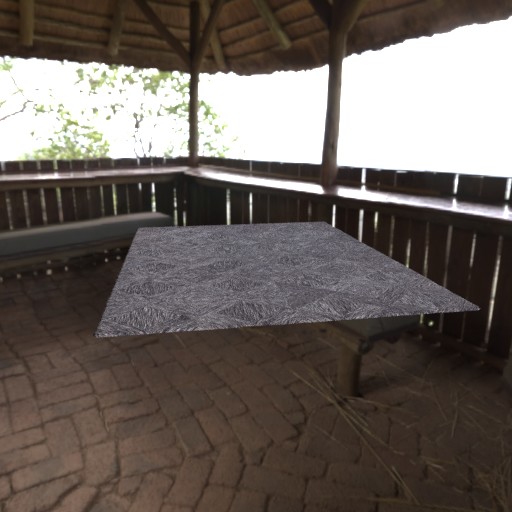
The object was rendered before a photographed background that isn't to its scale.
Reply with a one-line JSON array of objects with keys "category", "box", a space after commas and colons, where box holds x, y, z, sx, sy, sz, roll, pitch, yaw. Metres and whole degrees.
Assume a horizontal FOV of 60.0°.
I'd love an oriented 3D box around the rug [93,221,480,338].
[{"category": "rug", "box": [0.000, 0.000, 4.225, 2.448, 0.017, 3.204, -3, 15, -10]}]
